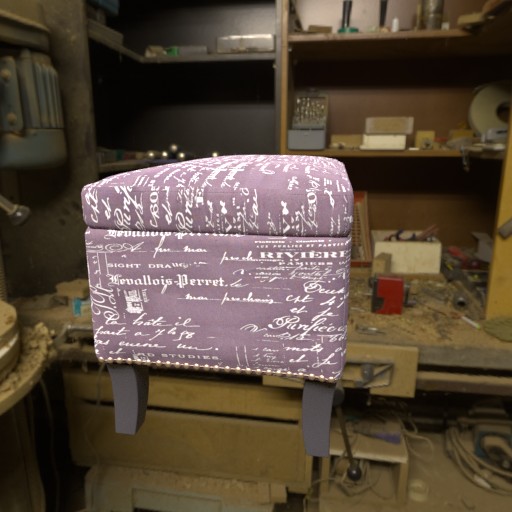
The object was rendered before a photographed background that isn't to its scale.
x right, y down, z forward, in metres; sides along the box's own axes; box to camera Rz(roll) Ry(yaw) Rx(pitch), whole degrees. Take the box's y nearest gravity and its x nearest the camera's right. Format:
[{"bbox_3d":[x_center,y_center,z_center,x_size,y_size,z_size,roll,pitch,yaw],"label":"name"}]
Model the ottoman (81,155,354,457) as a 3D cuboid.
[{"bbox_3d":[0.000,0.000,1.048,0.406,0.457,0.813,3,15,9],"label":"ottoman"}]
